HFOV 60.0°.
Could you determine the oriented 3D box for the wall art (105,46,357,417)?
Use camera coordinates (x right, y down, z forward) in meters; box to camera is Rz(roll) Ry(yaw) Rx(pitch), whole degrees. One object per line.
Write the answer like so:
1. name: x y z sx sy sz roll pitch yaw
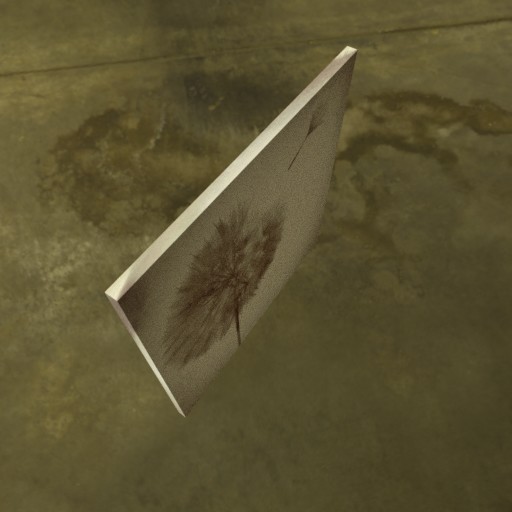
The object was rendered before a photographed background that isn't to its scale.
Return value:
1. wall art: 0.000 0.000 1.151 0.027 0.762 0.762 30 63 18
